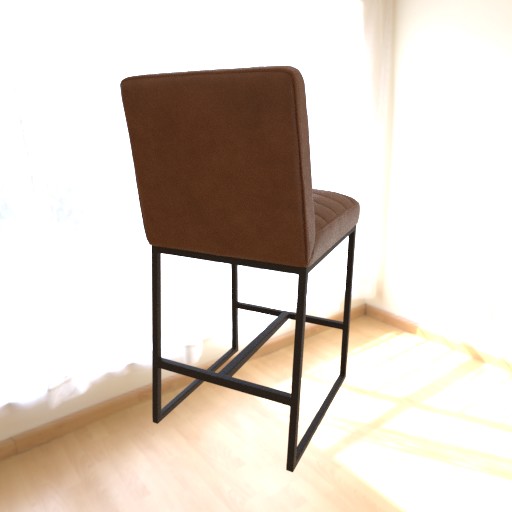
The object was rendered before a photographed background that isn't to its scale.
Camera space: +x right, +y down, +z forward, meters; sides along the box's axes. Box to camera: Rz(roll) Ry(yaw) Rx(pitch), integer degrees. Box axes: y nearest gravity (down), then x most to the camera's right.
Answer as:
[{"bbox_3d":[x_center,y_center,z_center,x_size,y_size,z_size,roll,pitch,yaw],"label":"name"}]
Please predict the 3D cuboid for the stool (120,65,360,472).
[{"bbox_3d":[0.000,0.000,1.261,0.458,0.940,0.556,8,18,25],"label":"stool"}]
